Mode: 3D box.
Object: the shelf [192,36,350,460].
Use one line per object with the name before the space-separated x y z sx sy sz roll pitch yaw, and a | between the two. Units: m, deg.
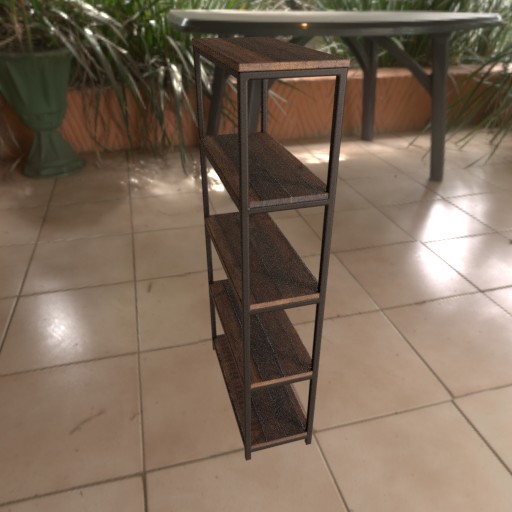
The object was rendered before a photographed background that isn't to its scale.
shelf | 0.000 0.000 2.171 0.359 1.860 0.874 -8 32 -14
